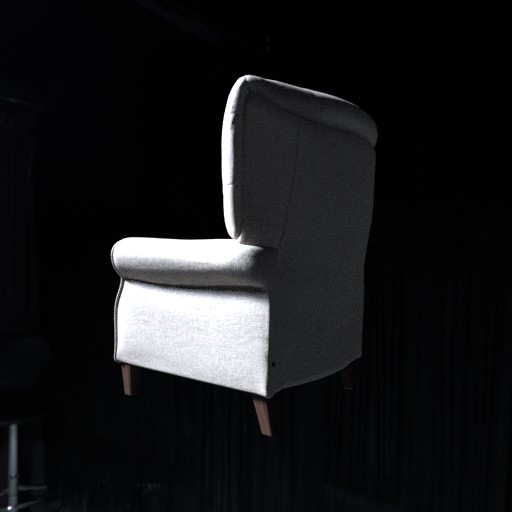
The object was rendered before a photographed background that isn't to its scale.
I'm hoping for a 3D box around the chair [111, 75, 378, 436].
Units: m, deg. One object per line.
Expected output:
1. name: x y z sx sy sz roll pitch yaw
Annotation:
1. chair: 0.000 0.000 1.943 1.025 1.209 0.942 0 0 37
